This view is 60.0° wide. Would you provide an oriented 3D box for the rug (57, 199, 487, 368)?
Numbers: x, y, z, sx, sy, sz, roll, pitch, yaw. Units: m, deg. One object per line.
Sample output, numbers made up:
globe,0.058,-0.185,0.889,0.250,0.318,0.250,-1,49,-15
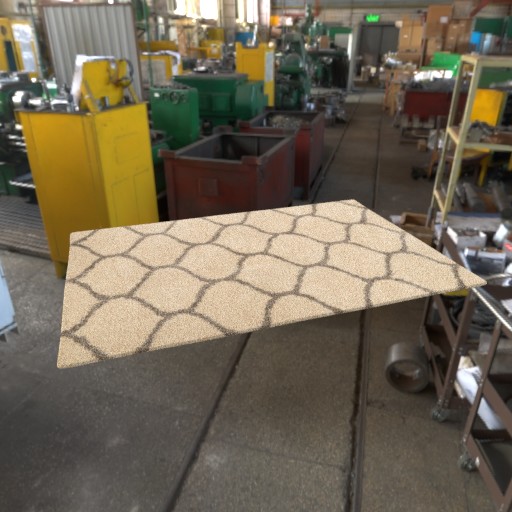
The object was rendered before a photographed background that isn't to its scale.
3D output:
rug,0.000,0.000,3.362,2.701,0.026,1.801,-8,27,-17
